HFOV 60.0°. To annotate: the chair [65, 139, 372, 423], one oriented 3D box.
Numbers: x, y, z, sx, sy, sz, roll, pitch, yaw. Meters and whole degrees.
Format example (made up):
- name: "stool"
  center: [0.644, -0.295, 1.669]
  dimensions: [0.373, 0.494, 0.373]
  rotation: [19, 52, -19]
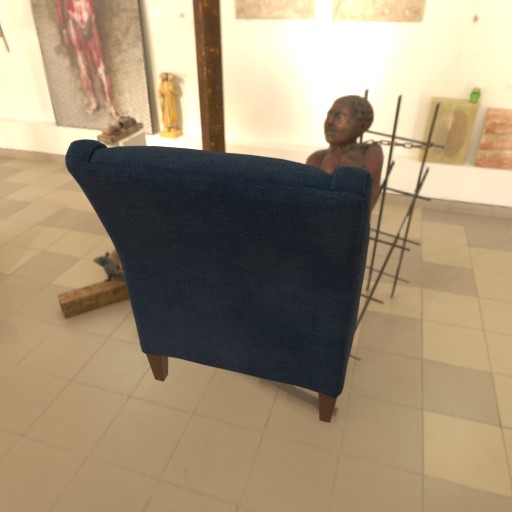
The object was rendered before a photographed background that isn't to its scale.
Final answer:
- name: "chair"
  center: [0.000, 0.000, 1.607]
  dimensions: [0.774, 1.014, 0.870]
  rotation: [9, 33, 14]
